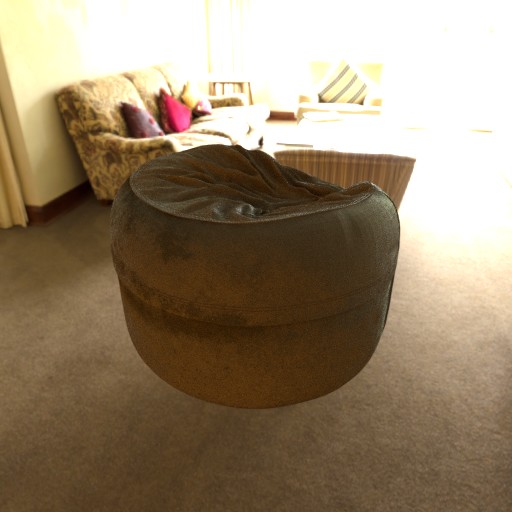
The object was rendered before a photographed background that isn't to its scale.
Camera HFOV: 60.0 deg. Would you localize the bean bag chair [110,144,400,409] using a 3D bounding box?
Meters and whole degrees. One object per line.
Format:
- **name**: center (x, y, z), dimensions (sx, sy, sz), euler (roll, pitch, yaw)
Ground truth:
- **bean bag chair**: center (0.000, 0.000, 1.493), dimensions (0.918, 0.605, 0.918), euler (0, 29, 0)
